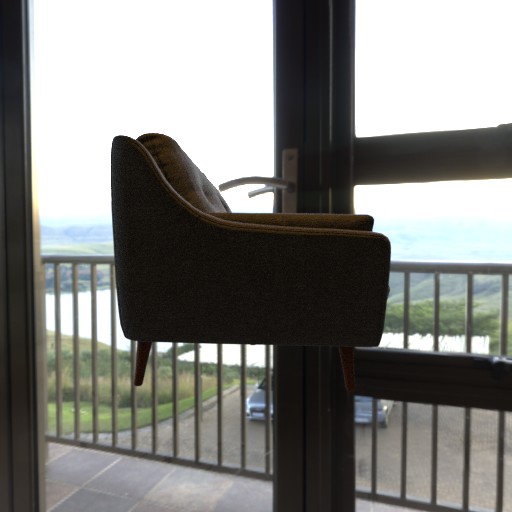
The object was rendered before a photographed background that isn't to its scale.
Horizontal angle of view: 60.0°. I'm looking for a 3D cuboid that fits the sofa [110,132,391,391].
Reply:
[{"bbox_3d":[0.000,0.000,2.190,0.976,0.887,1.646,0,2,1],"label":"sofa"}]
